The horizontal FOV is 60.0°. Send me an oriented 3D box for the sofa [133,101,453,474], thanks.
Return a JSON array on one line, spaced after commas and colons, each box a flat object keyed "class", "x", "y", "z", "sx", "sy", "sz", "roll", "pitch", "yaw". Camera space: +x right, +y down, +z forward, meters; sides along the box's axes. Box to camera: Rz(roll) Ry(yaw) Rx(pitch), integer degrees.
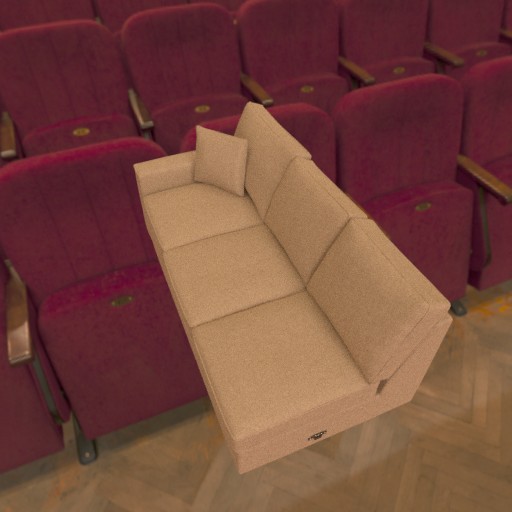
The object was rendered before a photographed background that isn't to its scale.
[{"class": "sofa", "x": 0.000, "y": 0.000, "z": 2.581, "sx": 1.034, "sy": 0.946, "sz": 1.962, "roll": -16, "pitch": 46, "yaw": -16}]
